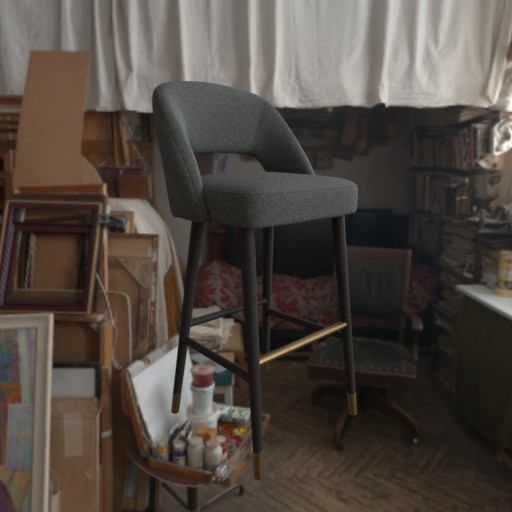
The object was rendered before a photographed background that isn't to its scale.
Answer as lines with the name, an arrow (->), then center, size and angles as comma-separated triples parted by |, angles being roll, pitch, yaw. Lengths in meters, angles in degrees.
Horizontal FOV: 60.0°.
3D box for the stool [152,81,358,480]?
stool -> 0.000, 0.000, 1.413 | 0.536, 1.089, 0.524 | -12, 18, -42
